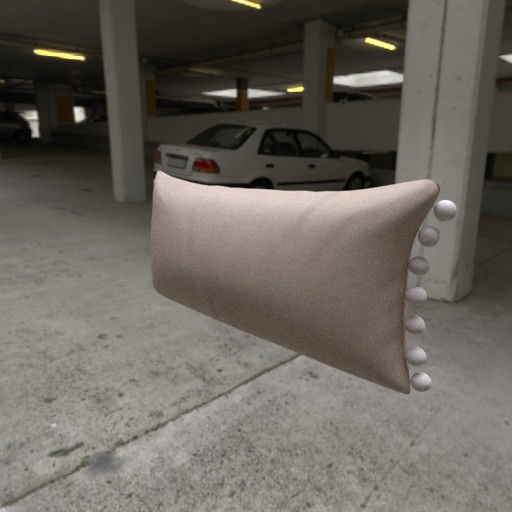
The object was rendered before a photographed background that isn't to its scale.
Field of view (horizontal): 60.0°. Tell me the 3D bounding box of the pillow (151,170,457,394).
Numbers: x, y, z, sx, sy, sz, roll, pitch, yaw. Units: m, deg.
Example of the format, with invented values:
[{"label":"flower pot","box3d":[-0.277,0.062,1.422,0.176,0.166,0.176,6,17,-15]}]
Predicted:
[{"label":"pillow","box3d":[0.000,0.000,0.844,0.709,0.322,0.201,14,20,43]}]
